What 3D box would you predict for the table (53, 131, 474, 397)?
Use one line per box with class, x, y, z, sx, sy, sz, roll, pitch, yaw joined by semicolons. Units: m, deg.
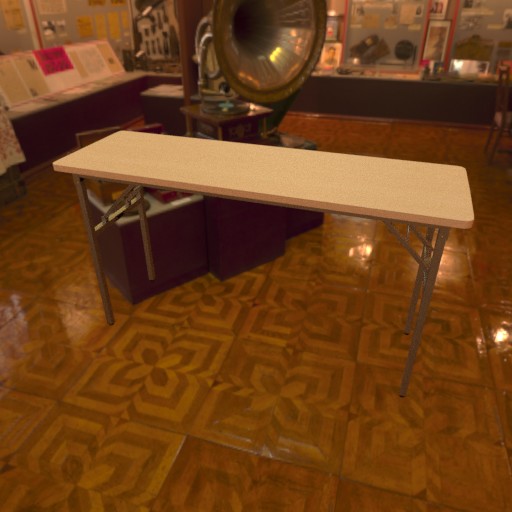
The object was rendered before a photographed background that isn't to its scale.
table;0.000;0.000;1.757;1.397;0.750;0.446;10;33;16
